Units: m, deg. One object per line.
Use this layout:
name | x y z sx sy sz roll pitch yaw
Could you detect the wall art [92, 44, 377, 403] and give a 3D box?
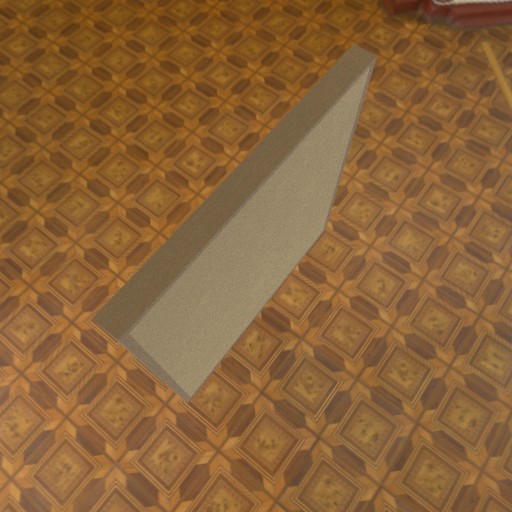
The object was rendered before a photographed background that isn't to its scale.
wall art | 0.000 0.000 0.768 0.038 0.506 0.508 35 69 15
